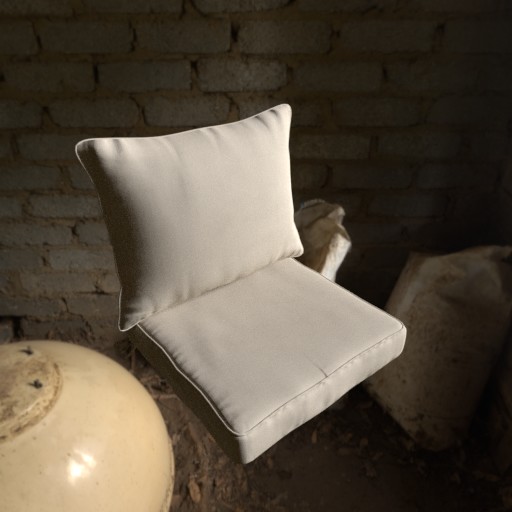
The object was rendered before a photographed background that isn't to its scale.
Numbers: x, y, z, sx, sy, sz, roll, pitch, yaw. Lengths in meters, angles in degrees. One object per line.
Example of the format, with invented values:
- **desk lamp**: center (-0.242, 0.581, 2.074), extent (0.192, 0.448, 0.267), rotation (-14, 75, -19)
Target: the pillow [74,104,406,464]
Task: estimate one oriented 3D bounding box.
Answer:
- **pillow**: center (0.000, 0.000, 1.349), extent (0.798, 0.716, 0.733), rotation (-22, 37, -33)
